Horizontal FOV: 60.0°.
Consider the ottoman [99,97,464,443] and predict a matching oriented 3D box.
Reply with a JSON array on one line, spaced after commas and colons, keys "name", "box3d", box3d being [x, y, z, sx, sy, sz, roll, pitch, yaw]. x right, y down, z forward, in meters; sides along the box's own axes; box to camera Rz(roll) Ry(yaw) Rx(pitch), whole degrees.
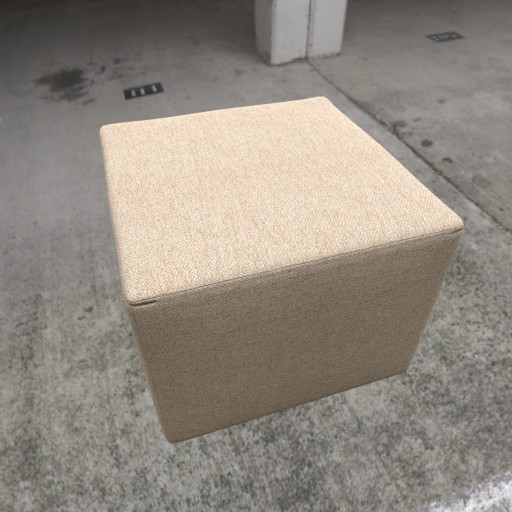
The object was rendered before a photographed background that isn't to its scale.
[{"name": "ottoman", "box3d": [0.000, 0.000, 0.890, 0.508, 0.432, 0.508, -12, 43, -14]}]
